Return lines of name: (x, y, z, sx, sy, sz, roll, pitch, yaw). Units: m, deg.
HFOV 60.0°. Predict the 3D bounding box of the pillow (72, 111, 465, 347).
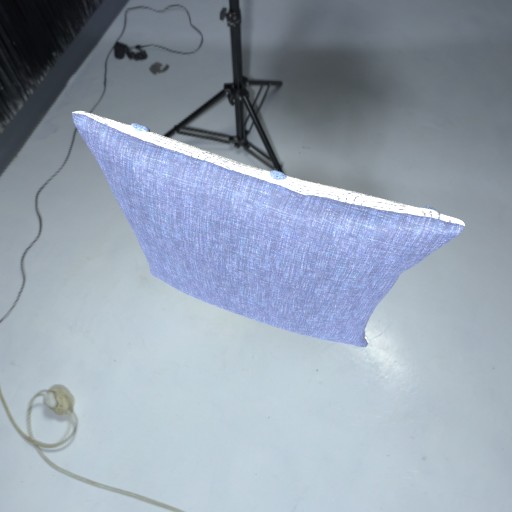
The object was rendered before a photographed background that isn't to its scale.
pillow: (0.000, 0.000, 0.763, 0.510, 0.510, 0.145, 18, 65, 9)
